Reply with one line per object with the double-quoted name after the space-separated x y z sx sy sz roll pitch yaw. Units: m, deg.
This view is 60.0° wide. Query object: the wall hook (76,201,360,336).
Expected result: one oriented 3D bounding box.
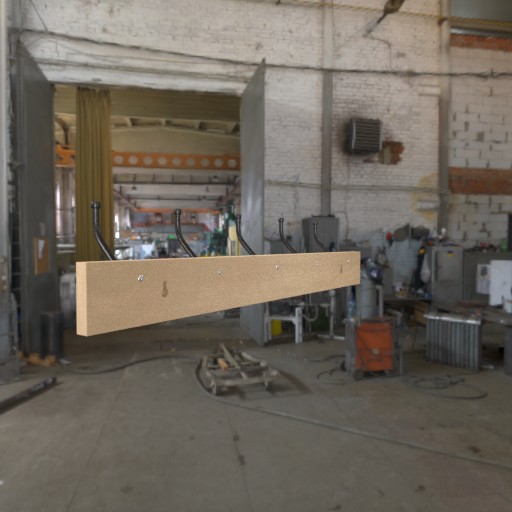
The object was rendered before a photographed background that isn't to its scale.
0.000 0.000 0.609 0.071 0.117 0.571 1 2 35 "wall hook"
